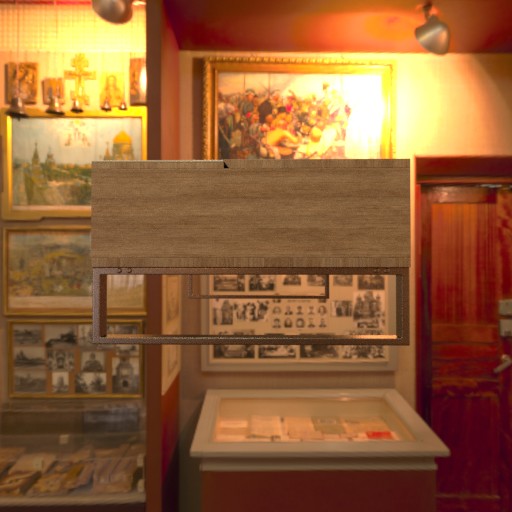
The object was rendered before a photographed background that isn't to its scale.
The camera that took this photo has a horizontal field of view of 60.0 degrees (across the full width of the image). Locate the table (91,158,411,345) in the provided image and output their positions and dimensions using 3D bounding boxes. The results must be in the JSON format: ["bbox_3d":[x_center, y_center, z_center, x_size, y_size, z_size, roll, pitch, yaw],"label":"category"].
[{"bbox_3d":[0.000,0.000,1.381,0.600,0.350,1.100,0,-1,1],"label":"table"}]
